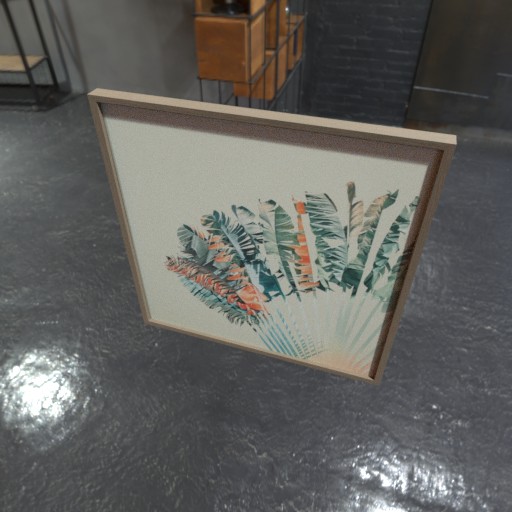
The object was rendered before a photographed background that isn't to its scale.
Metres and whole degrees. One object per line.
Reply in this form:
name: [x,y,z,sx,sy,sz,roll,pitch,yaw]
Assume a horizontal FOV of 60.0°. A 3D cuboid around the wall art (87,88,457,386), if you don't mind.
wall art: [0.000,0.000,1.138,0.761,0.758,0.038,12,42,14]
